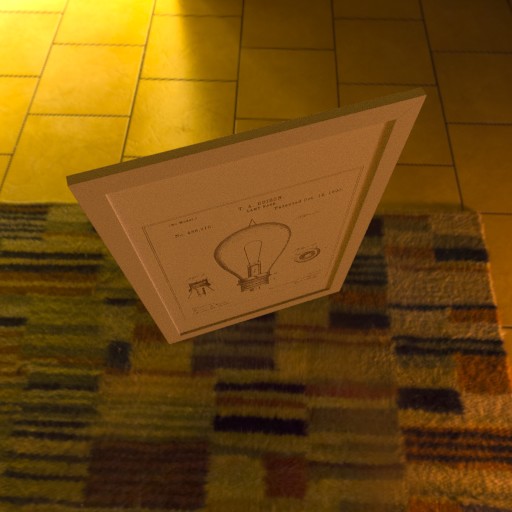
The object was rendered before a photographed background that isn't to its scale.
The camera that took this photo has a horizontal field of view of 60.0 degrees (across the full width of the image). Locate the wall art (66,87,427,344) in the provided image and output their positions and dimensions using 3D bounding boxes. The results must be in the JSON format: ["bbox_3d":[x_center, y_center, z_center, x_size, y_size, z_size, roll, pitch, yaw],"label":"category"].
[{"bbox_3d":[0.000,0.000,0.596,0.325,0.474,0.010,-16,64,-8],"label":"wall art"}]
